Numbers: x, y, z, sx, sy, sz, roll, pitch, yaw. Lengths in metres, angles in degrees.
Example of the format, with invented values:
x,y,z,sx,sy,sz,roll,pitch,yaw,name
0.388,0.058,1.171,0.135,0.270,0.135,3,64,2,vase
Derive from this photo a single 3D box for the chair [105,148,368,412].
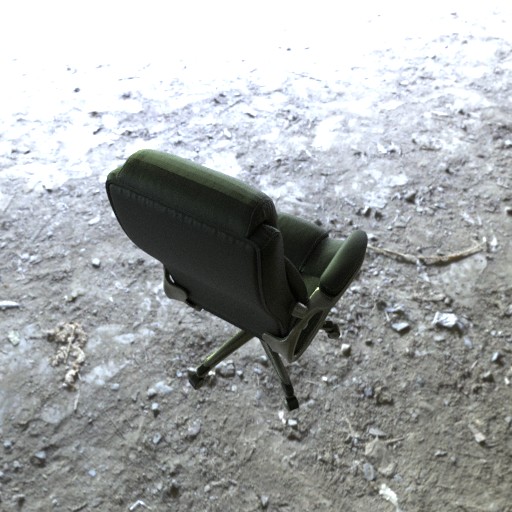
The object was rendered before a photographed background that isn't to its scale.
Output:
x,y,z,sx,sy,sz,roll,pitch,yaw,name
0.000,0.000,1.671,0.741,1.167,0.784,24,52,21,chair
